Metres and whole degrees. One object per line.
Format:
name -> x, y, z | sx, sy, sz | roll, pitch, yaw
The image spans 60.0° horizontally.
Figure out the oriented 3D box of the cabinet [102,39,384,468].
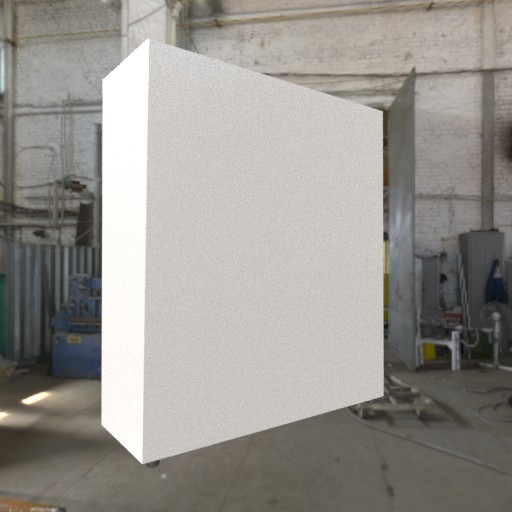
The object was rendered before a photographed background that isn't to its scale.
cabinet -> 0.000, 0.000, 1.598 | 0.990, 1.150, 0.348 | 0, -1, -36
